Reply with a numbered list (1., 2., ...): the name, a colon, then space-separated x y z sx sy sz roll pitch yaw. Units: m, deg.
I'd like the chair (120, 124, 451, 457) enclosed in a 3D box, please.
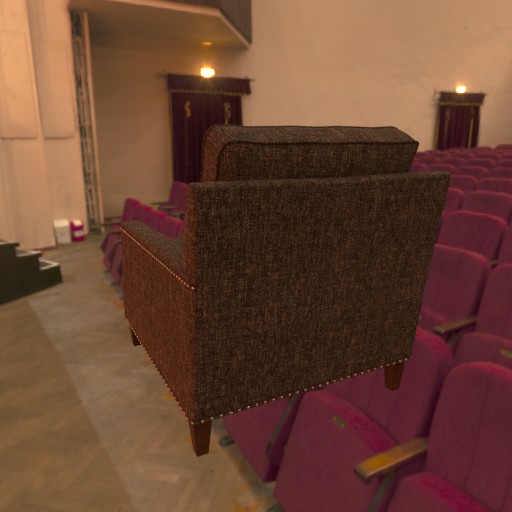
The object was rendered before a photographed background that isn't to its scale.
1. chair: 0.000 0.000 1.695 0.853 0.943 1.014 -8 17 -27
